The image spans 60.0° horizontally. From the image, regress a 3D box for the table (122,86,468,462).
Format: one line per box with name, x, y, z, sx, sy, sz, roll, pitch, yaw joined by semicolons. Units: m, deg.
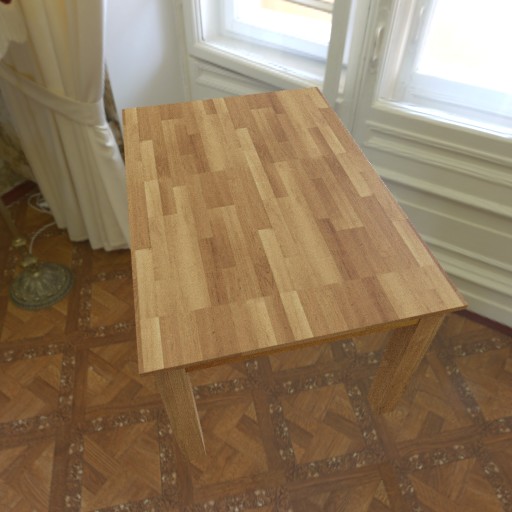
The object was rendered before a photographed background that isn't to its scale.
table;0.000;0.000;1.861;0.900;0.750;1.300;-10;48;-9
